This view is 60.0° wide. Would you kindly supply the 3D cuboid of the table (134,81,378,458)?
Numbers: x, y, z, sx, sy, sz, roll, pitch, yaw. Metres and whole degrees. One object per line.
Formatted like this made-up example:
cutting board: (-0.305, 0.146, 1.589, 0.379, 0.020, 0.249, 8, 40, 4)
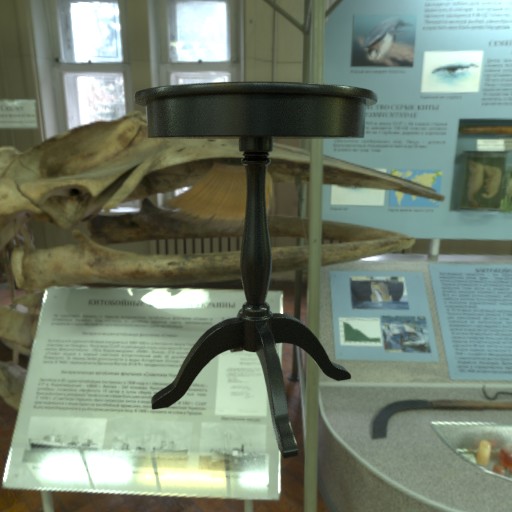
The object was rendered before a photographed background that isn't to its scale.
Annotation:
table: (0.000, 0.000, 0.978, 0.481, 0.665, 0.481, 0, 14, 0)
